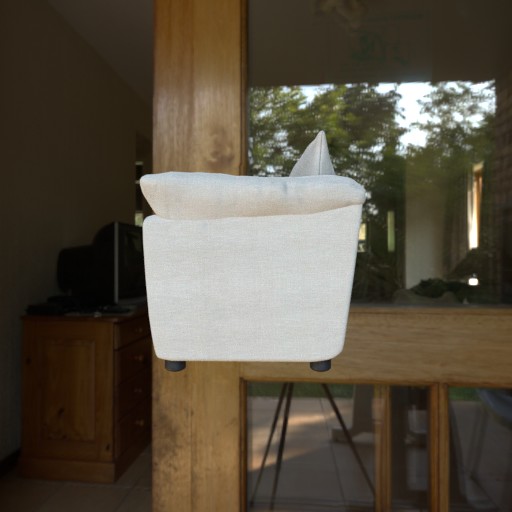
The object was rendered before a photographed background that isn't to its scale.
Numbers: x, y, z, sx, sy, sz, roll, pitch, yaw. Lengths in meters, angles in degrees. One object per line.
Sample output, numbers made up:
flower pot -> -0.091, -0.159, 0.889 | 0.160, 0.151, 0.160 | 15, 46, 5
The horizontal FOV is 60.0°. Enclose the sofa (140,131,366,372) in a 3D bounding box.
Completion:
sofa -> 0.000, 0.000, 2.812 | 0.893, 0.981, 2.377 | 0, -1, 0
